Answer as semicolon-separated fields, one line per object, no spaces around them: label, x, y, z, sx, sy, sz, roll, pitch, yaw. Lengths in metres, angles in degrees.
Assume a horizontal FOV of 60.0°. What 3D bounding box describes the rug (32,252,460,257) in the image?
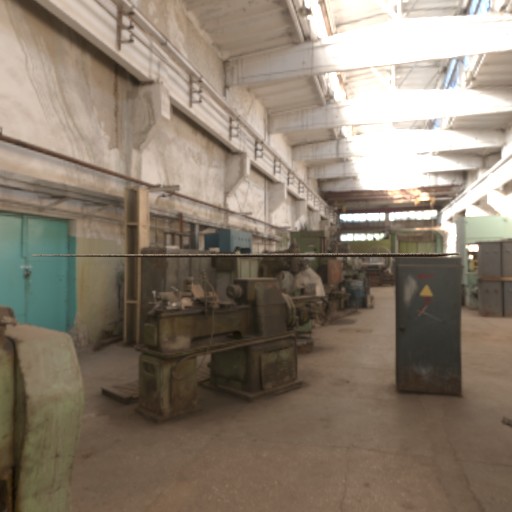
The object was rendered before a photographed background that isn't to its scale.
rug;0.000;0.000;3.092;2.442;0.010;1.546;0;-1;18
